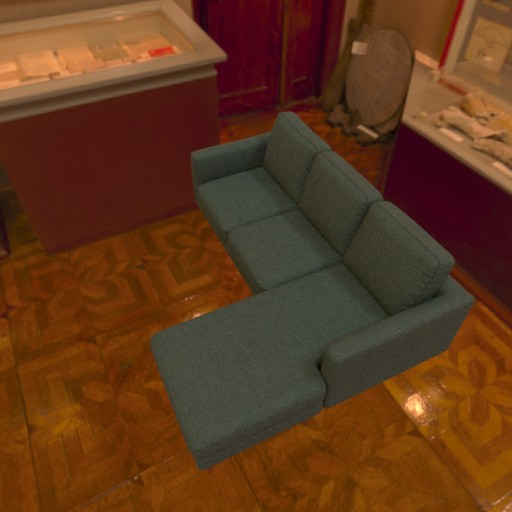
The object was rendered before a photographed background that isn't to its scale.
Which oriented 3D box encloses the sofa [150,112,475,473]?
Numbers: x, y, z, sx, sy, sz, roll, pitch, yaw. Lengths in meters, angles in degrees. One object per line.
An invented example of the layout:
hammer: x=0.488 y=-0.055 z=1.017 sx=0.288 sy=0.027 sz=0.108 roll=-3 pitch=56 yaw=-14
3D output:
sofa: x=0.000 y=0.000 z=2.942 sx=1.667 sy=0.957 sz=2.055 roll=-19 pitch=49 yaw=-18
